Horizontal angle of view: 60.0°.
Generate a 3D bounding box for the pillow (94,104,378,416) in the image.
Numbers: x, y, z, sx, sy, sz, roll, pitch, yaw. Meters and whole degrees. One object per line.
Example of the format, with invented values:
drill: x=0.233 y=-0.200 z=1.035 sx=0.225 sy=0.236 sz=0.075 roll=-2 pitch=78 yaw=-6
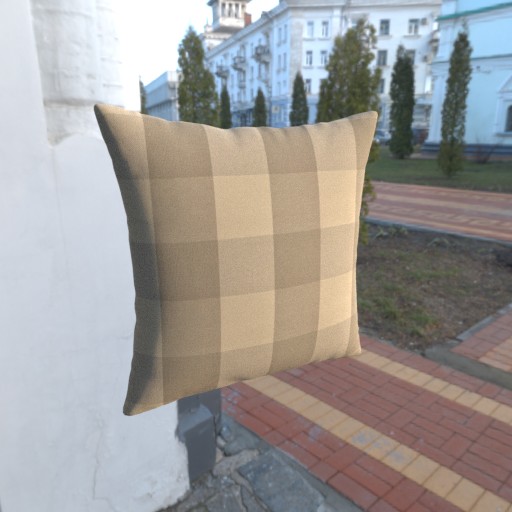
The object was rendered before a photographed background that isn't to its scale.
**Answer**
pillow: x=0.000 y=0.000 z=0.801 sx=0.511 sy=0.509 sz=0.161 roll=-8 pitch=17 yaw=-25
